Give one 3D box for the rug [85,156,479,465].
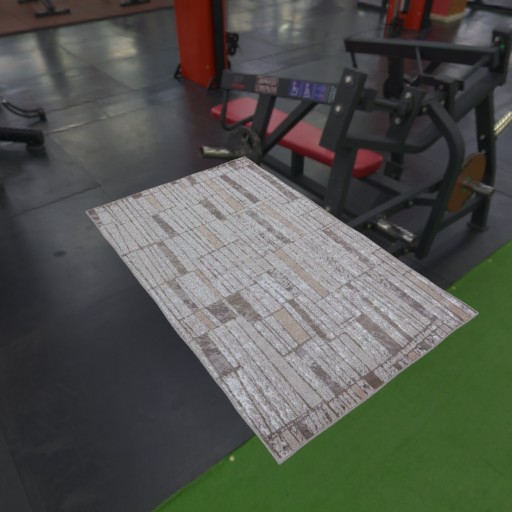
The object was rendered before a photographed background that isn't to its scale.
[{"bbox_3d":[0.000,0.000,3.058,1.531,0.023,2.444,-25,46,-27],"label":"rug"}]
